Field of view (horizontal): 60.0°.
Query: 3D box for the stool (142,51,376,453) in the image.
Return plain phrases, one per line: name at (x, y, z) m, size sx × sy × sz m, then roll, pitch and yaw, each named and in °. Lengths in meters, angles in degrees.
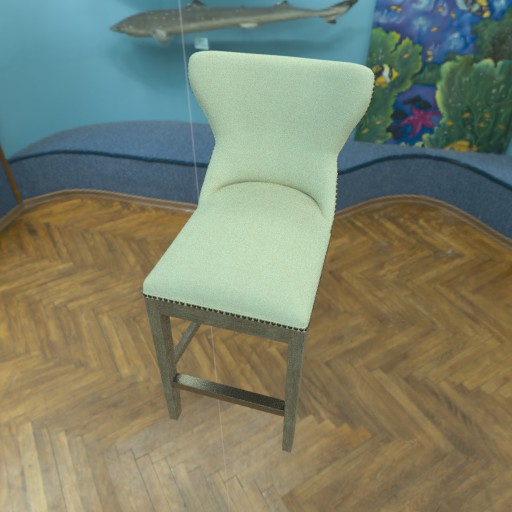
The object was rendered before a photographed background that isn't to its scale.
stool at (0.000, 0.000, 1.293) m, size 0.498 × 0.981 × 0.608 m, roll 11°, pitch 41°, yaw 12°
